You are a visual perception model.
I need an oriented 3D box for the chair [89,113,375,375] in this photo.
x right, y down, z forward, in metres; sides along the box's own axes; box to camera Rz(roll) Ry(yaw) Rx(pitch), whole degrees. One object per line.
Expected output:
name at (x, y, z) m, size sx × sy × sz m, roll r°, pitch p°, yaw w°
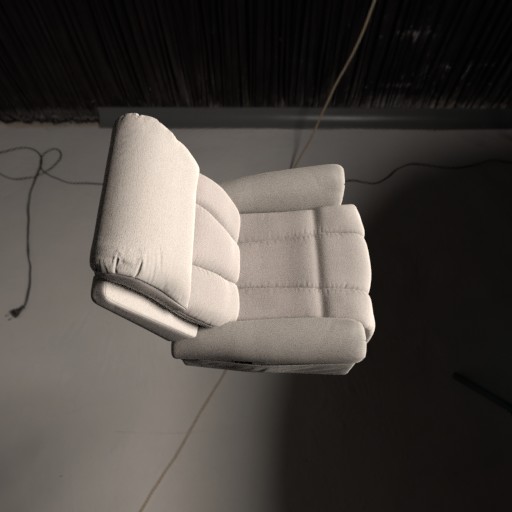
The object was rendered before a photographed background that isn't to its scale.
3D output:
chair at (0.000, 0.000, 1.783) m, size 0.979 × 1.031 × 0.871 m, roll -1°, pitch 63°, yaw 0°
